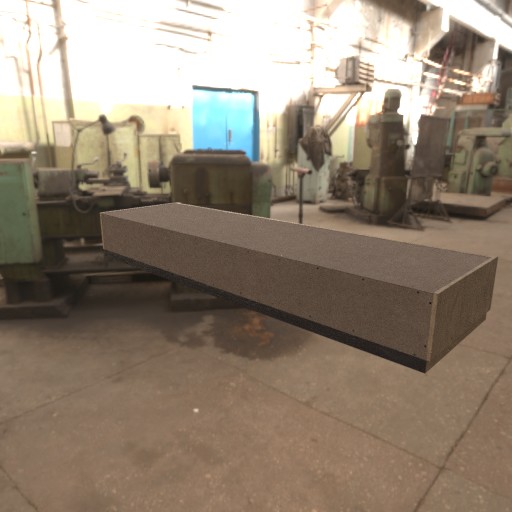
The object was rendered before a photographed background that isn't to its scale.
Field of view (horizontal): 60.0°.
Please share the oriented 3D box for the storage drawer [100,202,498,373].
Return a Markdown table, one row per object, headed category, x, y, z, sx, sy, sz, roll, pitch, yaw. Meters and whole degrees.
| category | x | y | z | sx | sy | sz | roll | pitch | yaw |
| --- | --- | --- | --- | --- | --- | --- | --- | --- | --- |
| storage drawer | 0.000 | 0.000 | 2.263 | 2.072 | 0.274 | 0.591 | 14 | 21 | 42 |
